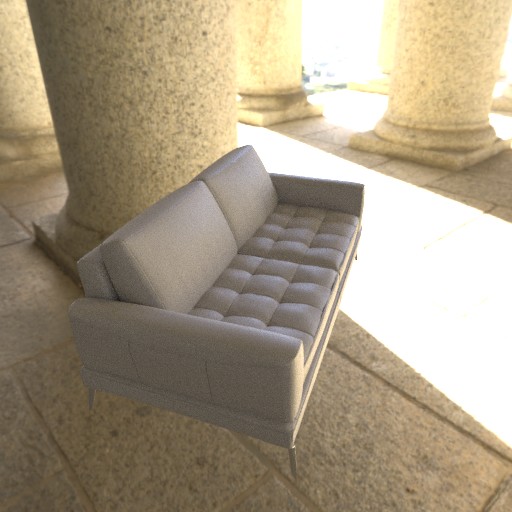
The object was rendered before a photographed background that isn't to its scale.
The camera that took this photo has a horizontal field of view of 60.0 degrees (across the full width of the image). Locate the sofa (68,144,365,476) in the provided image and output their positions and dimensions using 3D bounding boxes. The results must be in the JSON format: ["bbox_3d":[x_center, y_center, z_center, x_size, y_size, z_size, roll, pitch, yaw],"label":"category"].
[{"bbox_3d":[0.000,0.000,2.764,1.121,0.930,2.177,10,31,17],"label":"sofa"}]
